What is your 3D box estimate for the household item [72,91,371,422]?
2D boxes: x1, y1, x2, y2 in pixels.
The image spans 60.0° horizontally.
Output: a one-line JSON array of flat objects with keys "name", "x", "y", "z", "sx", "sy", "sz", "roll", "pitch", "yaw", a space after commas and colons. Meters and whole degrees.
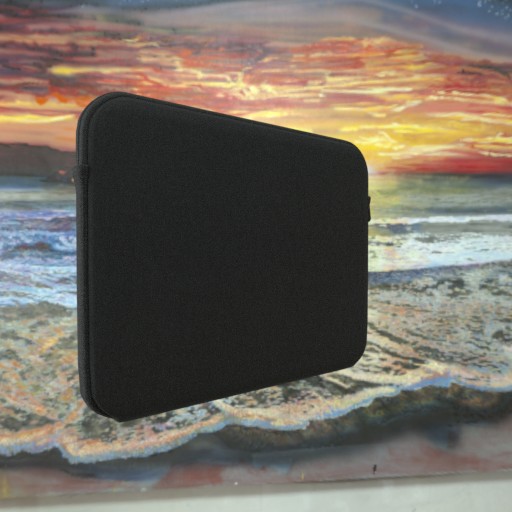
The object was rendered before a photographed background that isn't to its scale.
[{"name": "household item", "x": 0.000, "y": 0.000, "z": 0.505, "sx": 0.396, "sy": 0.305, "sz": 0.030, "roll": -1, "pitch": 1, "yaw": -37}]
